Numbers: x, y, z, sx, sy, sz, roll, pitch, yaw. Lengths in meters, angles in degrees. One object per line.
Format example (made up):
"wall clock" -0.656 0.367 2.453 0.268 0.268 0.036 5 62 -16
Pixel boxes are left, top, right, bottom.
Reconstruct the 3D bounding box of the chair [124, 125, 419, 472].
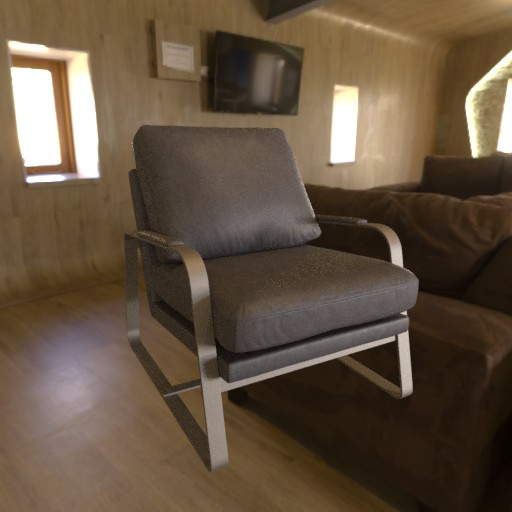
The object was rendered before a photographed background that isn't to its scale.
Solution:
"chair" 0.000 0.000 1.467 0.692 0.839 0.878 -8 17 -28
